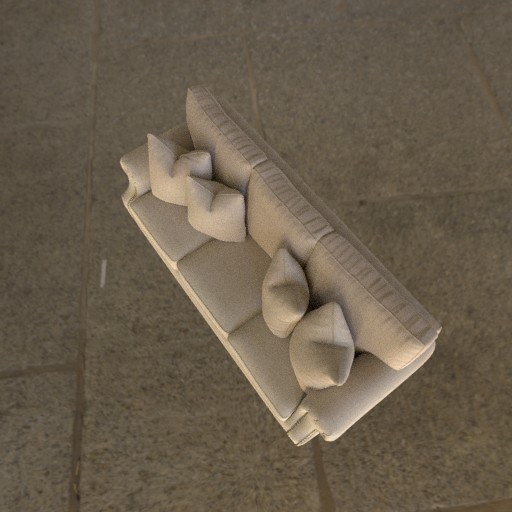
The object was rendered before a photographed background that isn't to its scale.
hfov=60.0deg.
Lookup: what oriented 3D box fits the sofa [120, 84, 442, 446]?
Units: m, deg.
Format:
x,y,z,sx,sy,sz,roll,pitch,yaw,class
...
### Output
x,y,z,sx,sy,sz,roll,pitch,yaw,class
0.000,0.000,2.918,0.965,0.975,2.312,-34,69,-15,sofa
